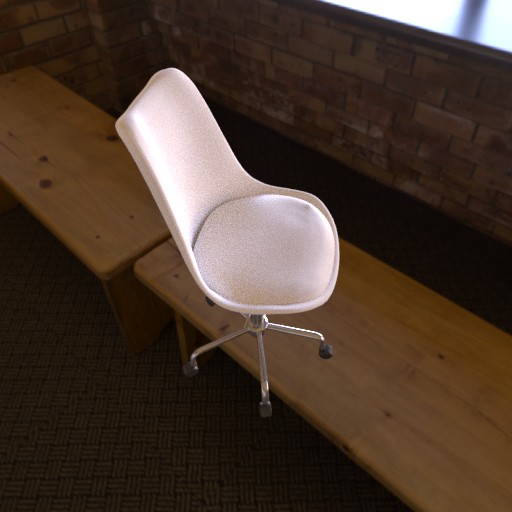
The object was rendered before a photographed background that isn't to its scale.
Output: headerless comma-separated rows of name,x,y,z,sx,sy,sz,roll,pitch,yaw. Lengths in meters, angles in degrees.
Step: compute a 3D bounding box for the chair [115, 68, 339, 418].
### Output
chair,0.000,0.000,1.272,0.550,0.930,0.550,8,47,8
